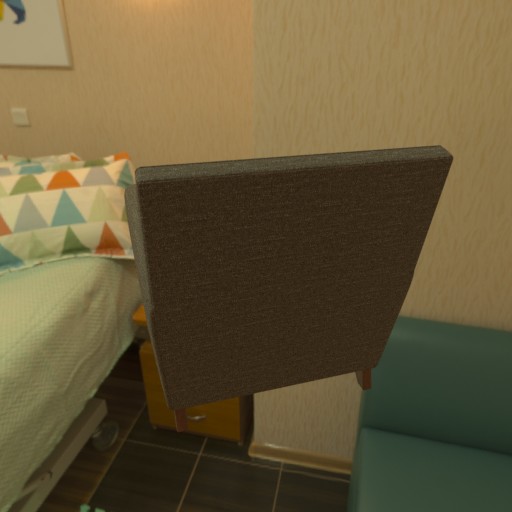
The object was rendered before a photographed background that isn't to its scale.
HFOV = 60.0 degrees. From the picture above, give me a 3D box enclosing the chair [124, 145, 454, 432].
[{"bbox_3d":[0.000,0.000,1.556,0.838,0.885,0.875,-7,27,-15],"label":"chair"}]
